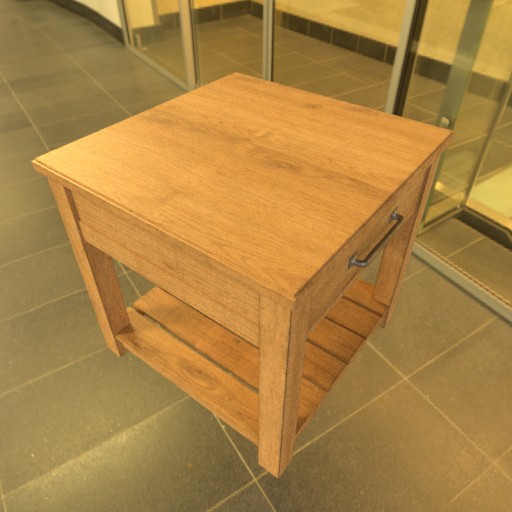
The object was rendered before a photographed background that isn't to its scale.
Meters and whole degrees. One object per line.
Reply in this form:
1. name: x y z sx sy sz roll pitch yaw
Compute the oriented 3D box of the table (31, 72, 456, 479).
1. table: 0.000 0.000 1.083 0.612 0.593 0.616 27 48 27
